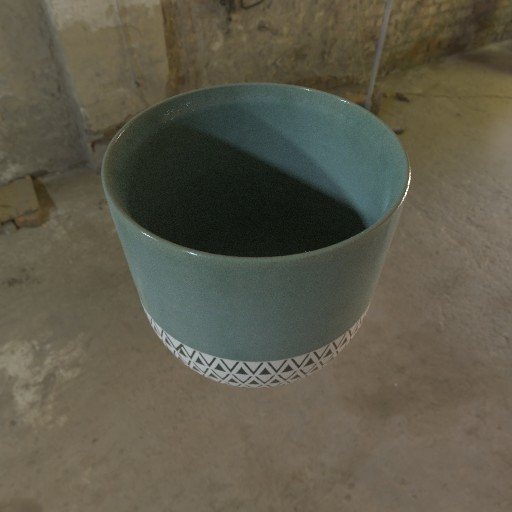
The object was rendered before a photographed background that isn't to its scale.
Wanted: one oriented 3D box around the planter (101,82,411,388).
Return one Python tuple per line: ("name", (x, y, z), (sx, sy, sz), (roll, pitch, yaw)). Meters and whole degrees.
("planter", (0.000, 0.000, 0.488), (0.266, 0.270, 0.266), (0, 47, 0))
